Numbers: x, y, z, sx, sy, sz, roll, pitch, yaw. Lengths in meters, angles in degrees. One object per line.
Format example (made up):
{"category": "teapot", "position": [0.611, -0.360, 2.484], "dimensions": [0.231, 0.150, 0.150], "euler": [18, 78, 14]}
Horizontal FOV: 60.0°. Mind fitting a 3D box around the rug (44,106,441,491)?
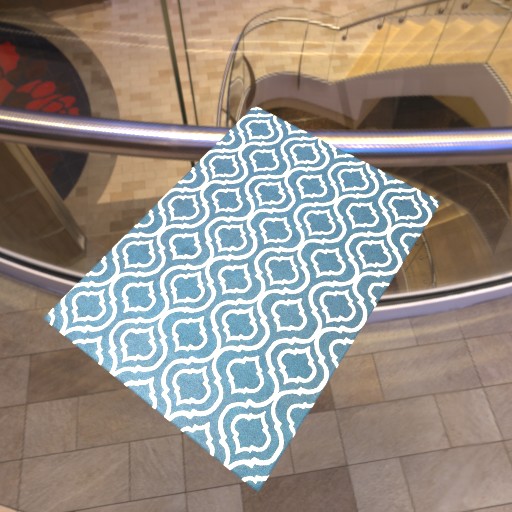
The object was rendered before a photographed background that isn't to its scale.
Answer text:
{"category": "rug", "position": [0.000, 0.000, 4.400], "dimensions": [2.438, 0.010, 3.353], "euler": [32, 66, 16]}
